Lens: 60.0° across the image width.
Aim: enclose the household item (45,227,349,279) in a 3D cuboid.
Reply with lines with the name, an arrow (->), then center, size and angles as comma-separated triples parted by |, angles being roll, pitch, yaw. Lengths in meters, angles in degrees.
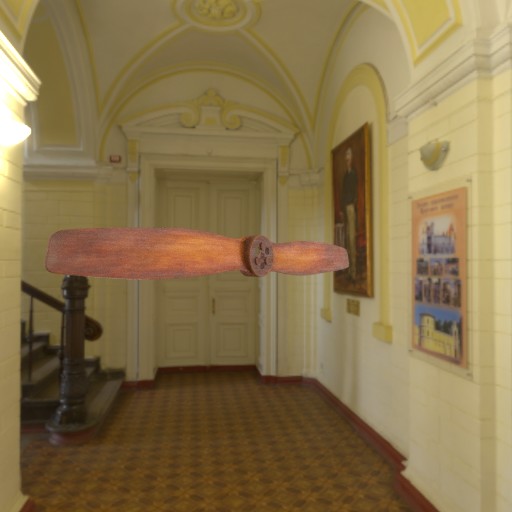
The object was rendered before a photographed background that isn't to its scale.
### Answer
household item -> 0.000, 0.000, 1.217 | 0.051, 0.121, 1.181 | 0, -1, 36
